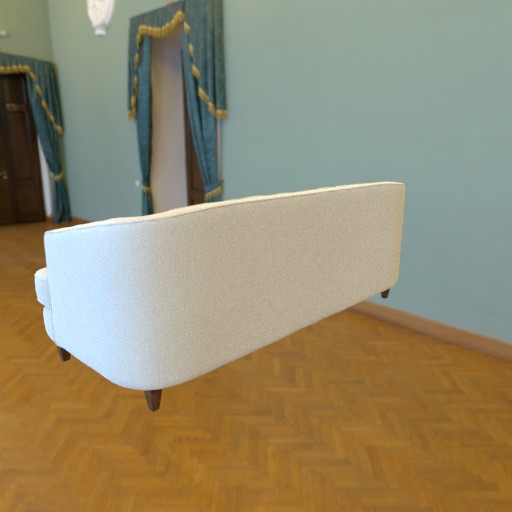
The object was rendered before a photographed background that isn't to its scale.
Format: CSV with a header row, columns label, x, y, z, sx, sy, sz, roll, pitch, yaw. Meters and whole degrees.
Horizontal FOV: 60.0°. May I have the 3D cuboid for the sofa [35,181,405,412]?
label,x,y,z,sx,sy,sz,roll,pitch,yaw
sofa,0.000,0.000,2.681,0.941,0.855,2.278,14,20,43
